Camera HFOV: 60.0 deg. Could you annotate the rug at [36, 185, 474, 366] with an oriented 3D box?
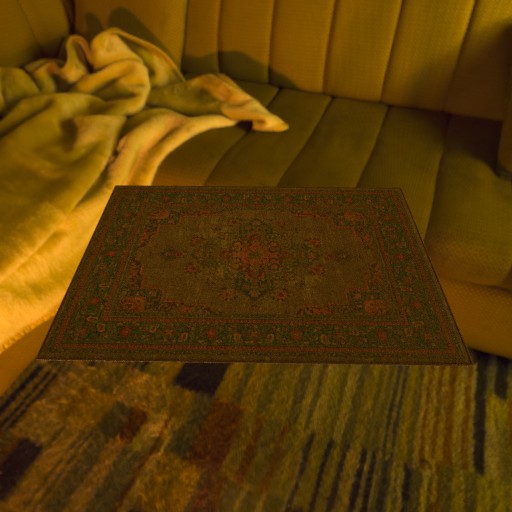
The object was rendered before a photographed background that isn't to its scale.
[{"bbox_3d":[0.000,0.000,2.830,2.214,0.013,1.609,1,42,1],"label":"rug"}]
